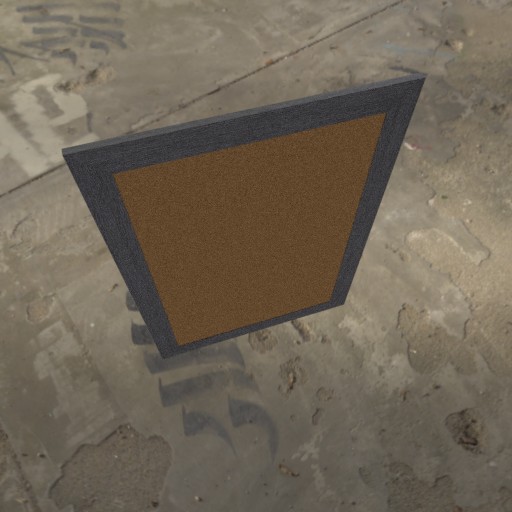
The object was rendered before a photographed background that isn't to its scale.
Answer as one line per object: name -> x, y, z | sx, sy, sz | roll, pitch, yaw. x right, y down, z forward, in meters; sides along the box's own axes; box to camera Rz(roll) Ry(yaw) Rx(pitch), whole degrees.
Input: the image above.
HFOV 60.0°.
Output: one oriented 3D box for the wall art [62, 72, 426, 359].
wall art -> 0.000, 0.000, 1.346 | 0.768, 1.070, 0.020 | -15, 58, -10
